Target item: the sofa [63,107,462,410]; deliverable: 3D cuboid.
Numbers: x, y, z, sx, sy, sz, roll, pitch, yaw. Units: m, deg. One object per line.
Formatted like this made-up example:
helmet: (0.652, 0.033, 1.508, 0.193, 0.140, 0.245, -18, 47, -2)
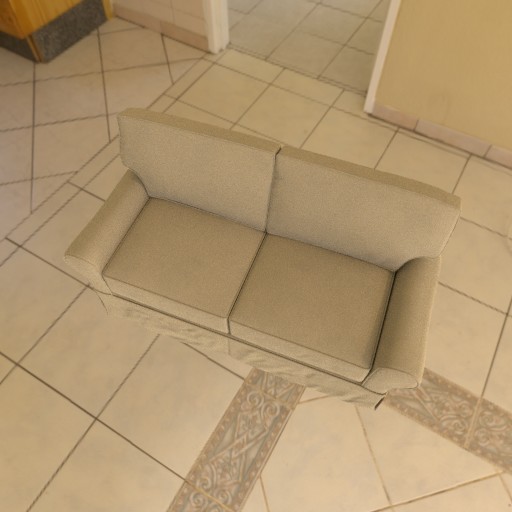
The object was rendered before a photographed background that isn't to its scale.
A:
sofa: (0.000, 0.000, 2.303, 1.823, 1.024, 0.841, 18, 60, 11)
